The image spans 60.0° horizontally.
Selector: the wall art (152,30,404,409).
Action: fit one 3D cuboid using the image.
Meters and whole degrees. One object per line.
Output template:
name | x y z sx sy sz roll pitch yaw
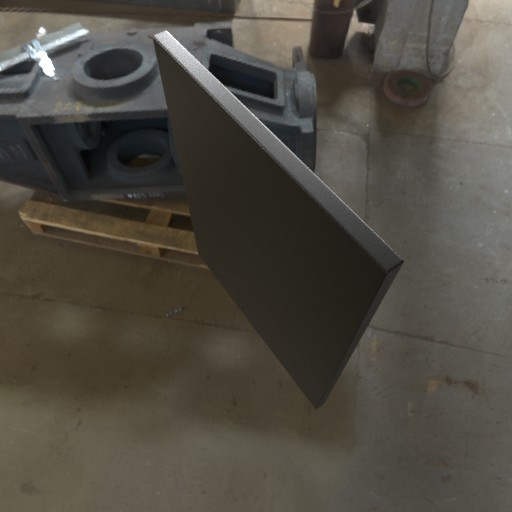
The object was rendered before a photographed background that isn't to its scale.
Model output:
wall art | 0.000 0.000 1.578 0.053 1.194 0.950 -31 64 -18
